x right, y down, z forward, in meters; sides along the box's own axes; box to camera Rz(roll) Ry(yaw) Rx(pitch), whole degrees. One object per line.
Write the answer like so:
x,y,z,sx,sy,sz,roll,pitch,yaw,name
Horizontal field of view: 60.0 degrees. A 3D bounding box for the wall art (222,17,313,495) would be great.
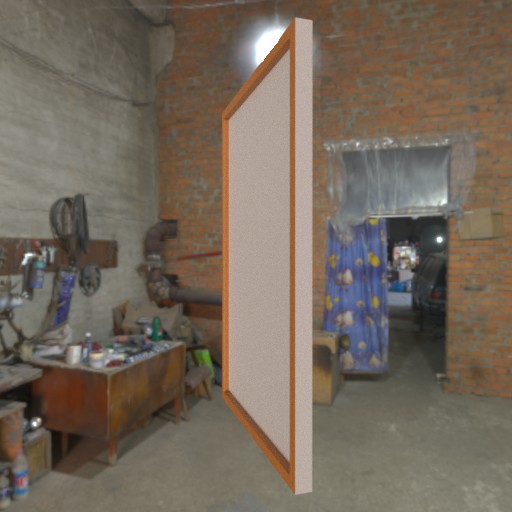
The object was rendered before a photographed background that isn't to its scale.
0.000,0.000,1.145,0.037,0.916,0.610,0,0,-18,wall art
